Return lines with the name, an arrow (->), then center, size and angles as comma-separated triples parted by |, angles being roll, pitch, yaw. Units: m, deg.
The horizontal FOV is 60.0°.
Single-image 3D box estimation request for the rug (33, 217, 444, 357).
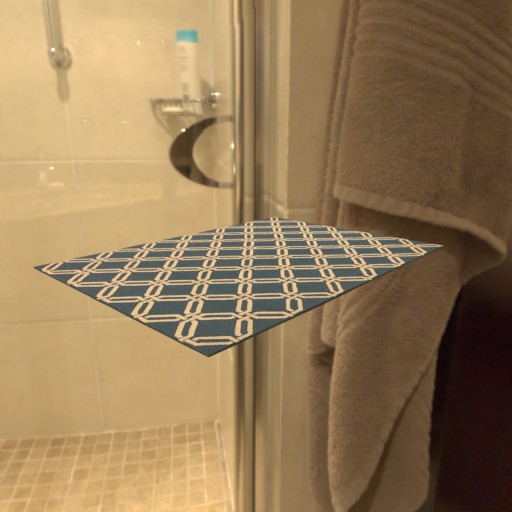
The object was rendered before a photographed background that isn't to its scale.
rug -> 0.000, 0.000, 4.409 | 2.432, 0.018, 3.342 | 14, 21, 41
